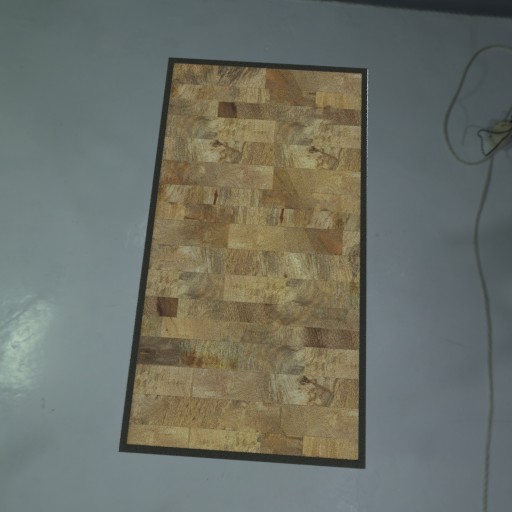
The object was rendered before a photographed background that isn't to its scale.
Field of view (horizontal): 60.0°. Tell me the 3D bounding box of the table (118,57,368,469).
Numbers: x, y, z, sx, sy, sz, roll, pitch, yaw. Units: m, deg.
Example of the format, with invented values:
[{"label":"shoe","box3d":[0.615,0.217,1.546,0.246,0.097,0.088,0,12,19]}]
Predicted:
[{"label":"table","box3d":[0.000,0.000,1.491,0.649,0.398,1.199,4,76,1]}]
